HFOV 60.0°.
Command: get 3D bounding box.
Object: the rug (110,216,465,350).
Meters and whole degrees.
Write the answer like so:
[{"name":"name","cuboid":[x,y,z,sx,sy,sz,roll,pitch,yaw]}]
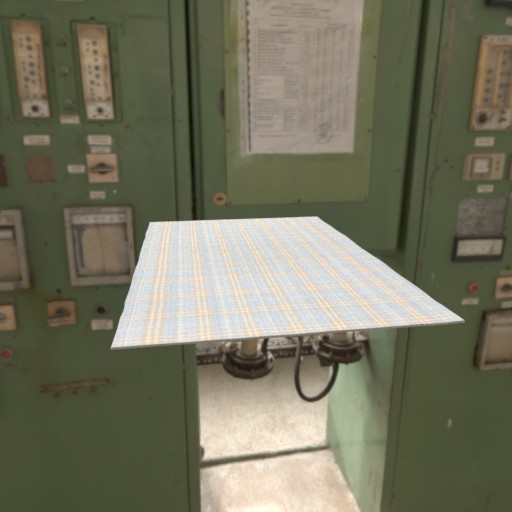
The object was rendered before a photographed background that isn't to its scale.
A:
[{"name":"rug","cuboid":[0.000,0.000,2.351,1.231,0.012,1.835,-3,17,-9]}]
